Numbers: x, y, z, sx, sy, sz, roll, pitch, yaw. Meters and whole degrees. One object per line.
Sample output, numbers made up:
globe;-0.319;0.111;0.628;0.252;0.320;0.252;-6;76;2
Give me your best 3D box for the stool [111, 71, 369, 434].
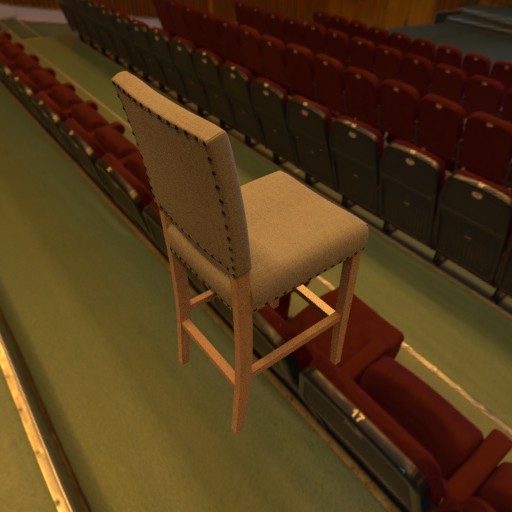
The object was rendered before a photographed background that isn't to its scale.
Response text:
stool;0.000;0.000;1.460;0.585;1.173;0.445;-27;48;-28
